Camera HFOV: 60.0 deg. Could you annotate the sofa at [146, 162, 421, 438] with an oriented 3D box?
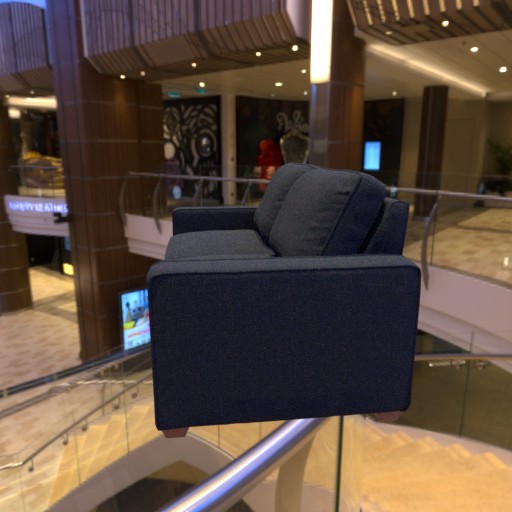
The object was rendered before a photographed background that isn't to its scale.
[{"bbox_3d":[0.000,0.000,2.283,0.947,0.918,1.709,-2,13,-7],"label":"sofa"}]
